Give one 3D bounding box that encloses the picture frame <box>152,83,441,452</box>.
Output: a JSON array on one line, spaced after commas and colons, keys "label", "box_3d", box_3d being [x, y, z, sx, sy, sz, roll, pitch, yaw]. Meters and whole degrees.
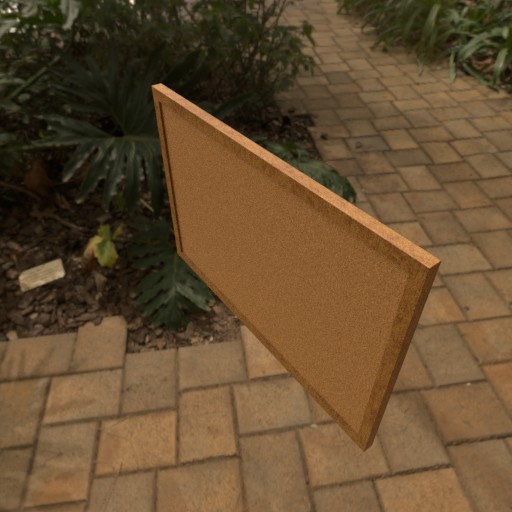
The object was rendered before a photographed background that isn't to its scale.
[{"label": "picture frame", "box_3d": [0.000, 0.000, 1.165, 0.029, 0.621, 0.922, -27, 48, -27]}]
